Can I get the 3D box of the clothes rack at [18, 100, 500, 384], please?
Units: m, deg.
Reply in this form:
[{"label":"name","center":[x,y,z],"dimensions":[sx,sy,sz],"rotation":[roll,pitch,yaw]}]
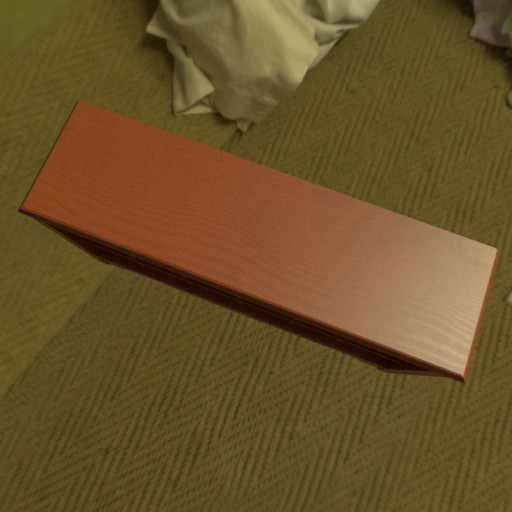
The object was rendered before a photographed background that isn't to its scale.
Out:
[{"label":"clothes rack","center":[0.000,0.000,1.466],"dimensions":[1.251,0.594,0.362],"rotation":[21,77,5]}]
